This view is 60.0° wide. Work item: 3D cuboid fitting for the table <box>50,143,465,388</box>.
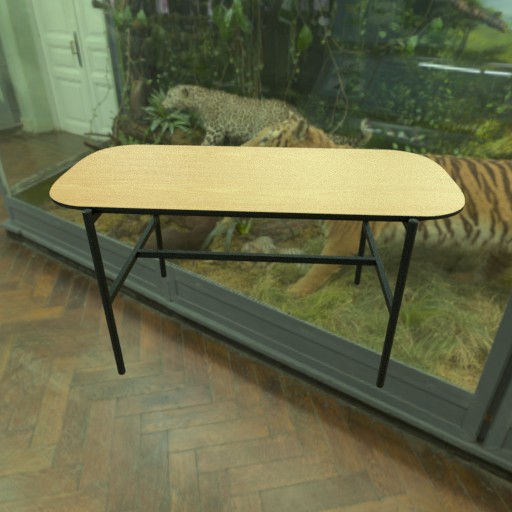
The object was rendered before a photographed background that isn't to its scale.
[{"bbox_3d":[0.000,0.000,1.028,0.800,0.400,0.400,2,31,3],"label":"table"}]
